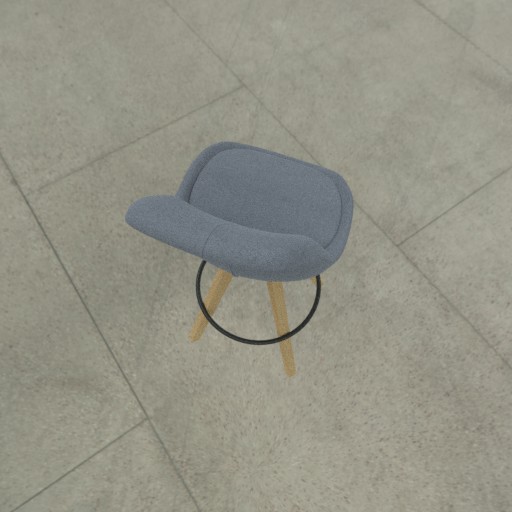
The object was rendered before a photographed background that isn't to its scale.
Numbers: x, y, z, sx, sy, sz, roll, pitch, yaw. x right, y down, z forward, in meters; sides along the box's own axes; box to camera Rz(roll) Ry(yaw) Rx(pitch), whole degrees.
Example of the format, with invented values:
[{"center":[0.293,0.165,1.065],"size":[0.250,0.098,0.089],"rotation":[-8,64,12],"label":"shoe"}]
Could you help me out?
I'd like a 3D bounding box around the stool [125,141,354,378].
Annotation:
[{"center":[0.000,0.000,1.359],"size":[0.485,1.115,0.550],"rotation":[18,65,8],"label":"stool"}]
